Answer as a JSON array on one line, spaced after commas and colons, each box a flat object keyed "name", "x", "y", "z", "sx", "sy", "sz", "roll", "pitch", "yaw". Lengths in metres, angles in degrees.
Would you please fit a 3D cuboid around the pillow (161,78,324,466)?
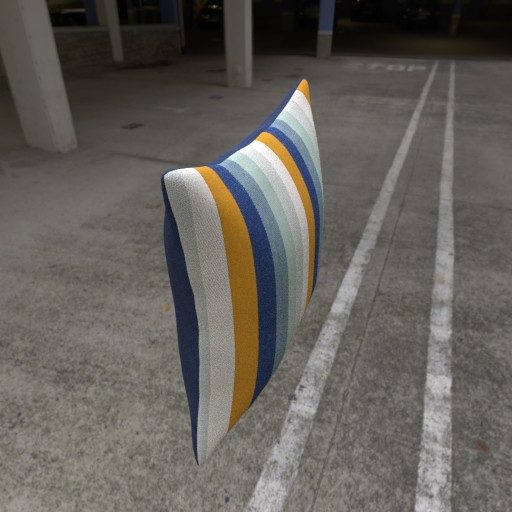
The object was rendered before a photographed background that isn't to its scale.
[{"name": "pillow", "x": 0.000, "y": 0.000, "z": 0.706, "sx": 0.173, "sy": 0.454, "sz": 0.463, "roll": 12, "pitch": 34, "yaw": 18}]
